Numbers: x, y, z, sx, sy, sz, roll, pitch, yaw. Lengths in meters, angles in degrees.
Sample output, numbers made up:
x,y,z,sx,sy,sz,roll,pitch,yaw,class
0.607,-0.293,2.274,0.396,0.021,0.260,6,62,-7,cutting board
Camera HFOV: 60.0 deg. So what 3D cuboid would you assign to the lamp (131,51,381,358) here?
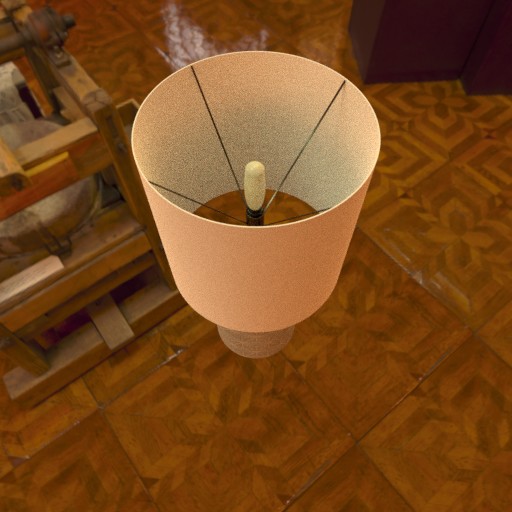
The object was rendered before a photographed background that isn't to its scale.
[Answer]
x,y,z,sx,sy,sz,roll,pitch,yaw,class
0.000,0.000,0.548,0.206,0.416,0.206,-32,64,-18,lamp
